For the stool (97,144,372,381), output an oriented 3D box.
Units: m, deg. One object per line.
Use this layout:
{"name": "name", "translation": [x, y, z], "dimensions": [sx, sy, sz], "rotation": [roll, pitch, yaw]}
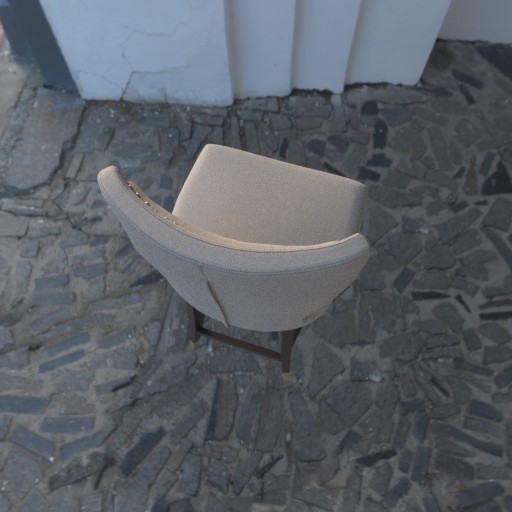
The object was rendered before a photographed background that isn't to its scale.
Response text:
{"name": "stool", "translation": [0.000, 0.000, 1.287], "dimensions": [0.527, 0.982, 0.563], "rotation": [17, 64, 8]}
